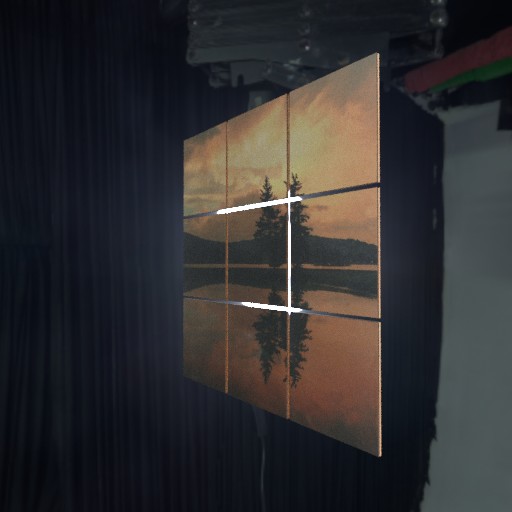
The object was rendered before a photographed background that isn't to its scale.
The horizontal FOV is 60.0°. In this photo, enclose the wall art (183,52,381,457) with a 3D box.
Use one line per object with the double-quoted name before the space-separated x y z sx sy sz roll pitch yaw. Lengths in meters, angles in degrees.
"wall art" 0.000 0.000 1.819 0.013 1.218 1.216 1 -1 -38
